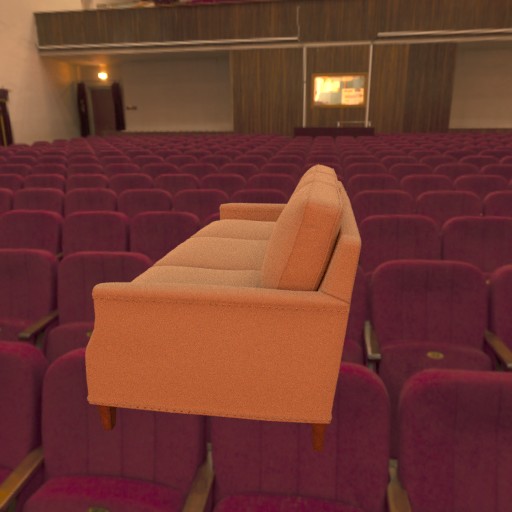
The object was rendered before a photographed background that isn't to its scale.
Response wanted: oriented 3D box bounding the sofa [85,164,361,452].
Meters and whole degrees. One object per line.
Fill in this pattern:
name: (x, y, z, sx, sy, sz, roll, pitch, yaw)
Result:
sofa: (0.000, 0.000, 2.709, 1.084, 1.003, 2.246, 2, 15, 8)
